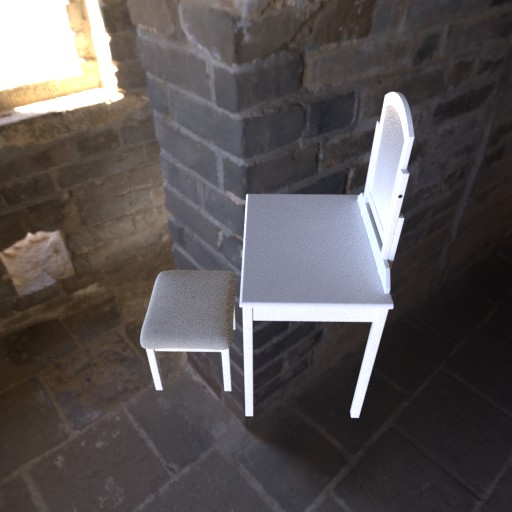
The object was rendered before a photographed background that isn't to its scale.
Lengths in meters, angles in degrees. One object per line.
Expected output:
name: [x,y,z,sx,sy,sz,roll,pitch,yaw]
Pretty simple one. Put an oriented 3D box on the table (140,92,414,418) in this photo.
table: [0.000,0.000,2.256,1.211,1.631,0.876,1,40,1]
